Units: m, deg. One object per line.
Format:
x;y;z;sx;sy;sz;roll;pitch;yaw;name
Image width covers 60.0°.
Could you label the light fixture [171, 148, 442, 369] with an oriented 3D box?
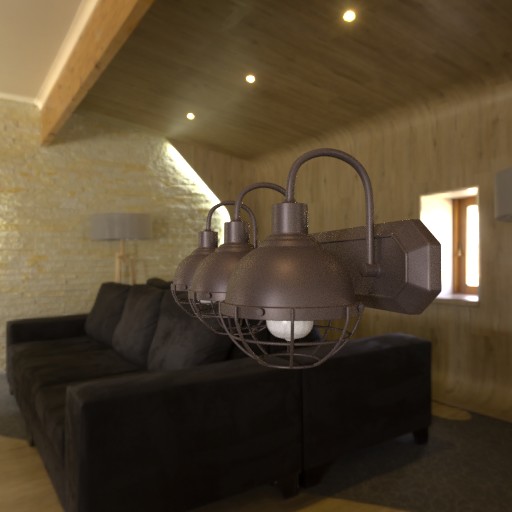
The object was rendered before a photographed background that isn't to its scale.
0.000;0.000;0.755;0.229;0.254;0.634;0;-1;-18;light fixture
